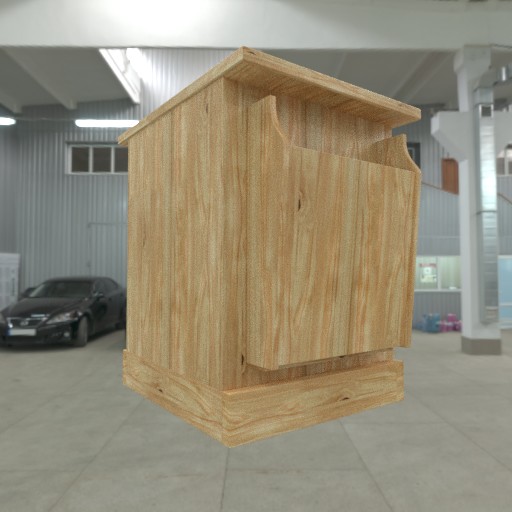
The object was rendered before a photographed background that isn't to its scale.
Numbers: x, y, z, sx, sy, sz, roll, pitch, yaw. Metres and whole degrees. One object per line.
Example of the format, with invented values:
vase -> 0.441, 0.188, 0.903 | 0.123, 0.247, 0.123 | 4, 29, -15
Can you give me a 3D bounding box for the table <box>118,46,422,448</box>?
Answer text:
table -> 0.000, 0.000, 0.851 | 0.380, 0.515, 0.530 | 1, -2, -36
